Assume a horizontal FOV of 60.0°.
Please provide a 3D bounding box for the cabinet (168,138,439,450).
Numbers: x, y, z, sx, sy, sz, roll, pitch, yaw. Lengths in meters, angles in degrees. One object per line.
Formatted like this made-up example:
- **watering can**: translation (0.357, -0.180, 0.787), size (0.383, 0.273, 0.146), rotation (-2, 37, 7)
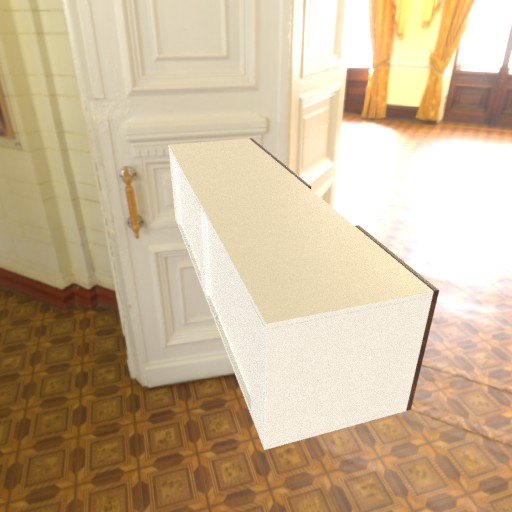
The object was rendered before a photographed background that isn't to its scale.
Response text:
- **cabinet**: translation (0.000, 0.000, 1.740), size (0.431, 0.533, 1.499), rotation (-9, 30, -15)
